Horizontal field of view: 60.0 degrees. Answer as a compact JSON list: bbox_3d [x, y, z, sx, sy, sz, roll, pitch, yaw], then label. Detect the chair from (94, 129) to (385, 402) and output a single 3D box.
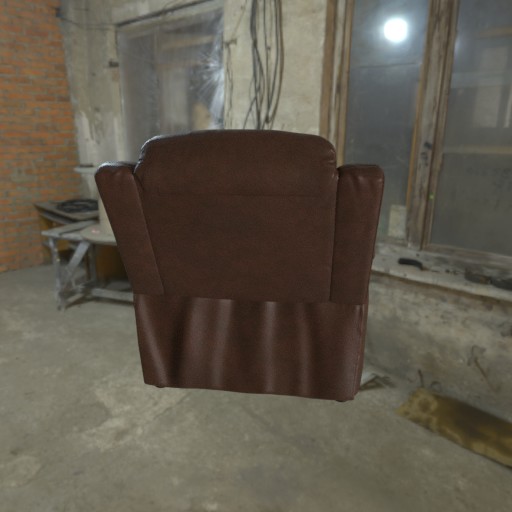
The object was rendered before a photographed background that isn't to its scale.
[{"bbox_3d":[0.000,0.000,1.276,0.680,0.702,0.707,2,16,7],"label":"chair"}]
